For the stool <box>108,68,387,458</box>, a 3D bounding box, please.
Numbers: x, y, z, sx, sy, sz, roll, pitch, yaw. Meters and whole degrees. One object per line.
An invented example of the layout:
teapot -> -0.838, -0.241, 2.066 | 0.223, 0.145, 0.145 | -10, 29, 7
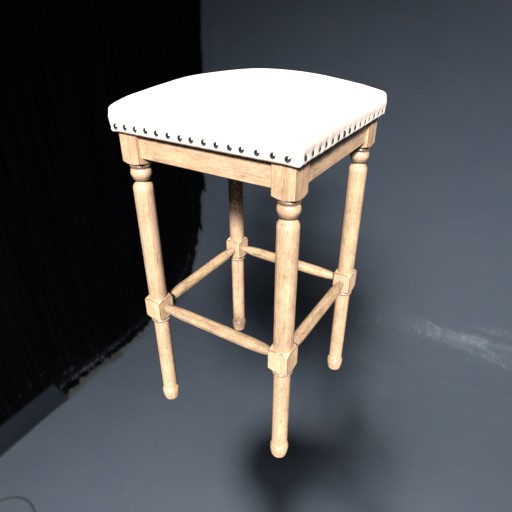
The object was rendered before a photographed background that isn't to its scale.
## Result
stool -> 0.000, 0.000, 0.990 | 0.383, 0.768, 0.382 | 17, 35, 27
